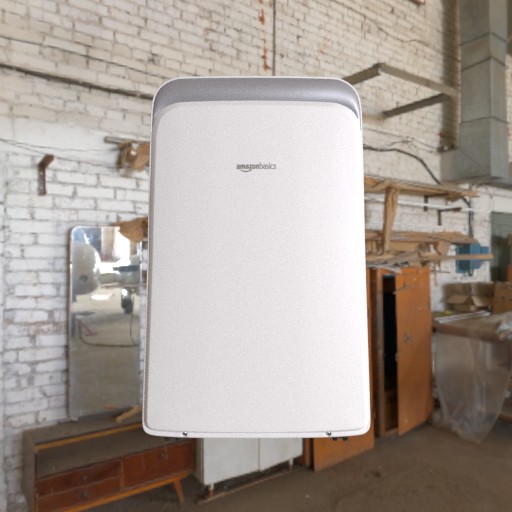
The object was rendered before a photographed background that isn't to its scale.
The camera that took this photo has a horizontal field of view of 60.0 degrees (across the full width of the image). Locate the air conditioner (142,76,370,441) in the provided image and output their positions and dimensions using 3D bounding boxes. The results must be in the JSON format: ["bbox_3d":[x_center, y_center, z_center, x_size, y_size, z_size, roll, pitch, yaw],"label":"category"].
[{"bbox_3d":[0.000,0.000,1.076,0.478,0.765,0.467,0,0,0],"label":"air conditioner"}]
